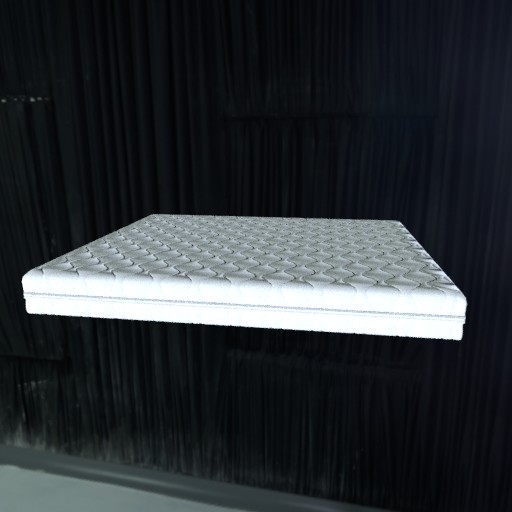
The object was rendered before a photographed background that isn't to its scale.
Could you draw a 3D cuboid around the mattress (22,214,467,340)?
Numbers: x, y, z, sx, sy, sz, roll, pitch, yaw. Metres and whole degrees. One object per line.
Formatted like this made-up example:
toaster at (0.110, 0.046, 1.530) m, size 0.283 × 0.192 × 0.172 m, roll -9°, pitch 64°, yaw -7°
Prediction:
mattress at (0.000, 0.000, 2.626) m, size 1.900 × 0.200 × 1.600 m, roll 2°, pitch 15°, yaw 8°
